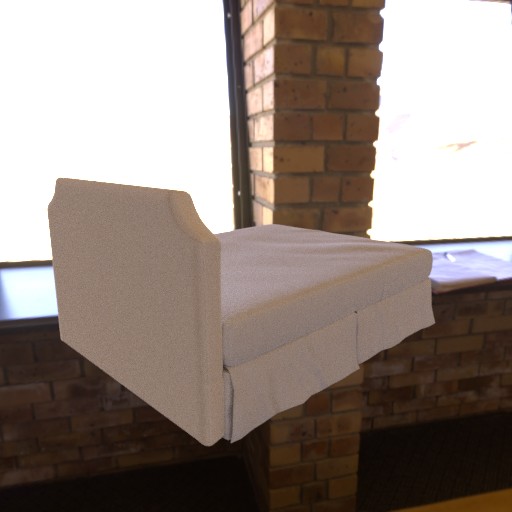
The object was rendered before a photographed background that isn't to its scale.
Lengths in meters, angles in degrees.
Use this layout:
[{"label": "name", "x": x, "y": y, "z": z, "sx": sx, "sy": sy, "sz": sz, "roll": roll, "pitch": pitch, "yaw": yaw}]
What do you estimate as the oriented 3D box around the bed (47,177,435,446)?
[{"label": "bed", "x": 0.000, "y": 0.000, "z": 3.527, "sx": 2.498, "sy": 1.293, "sz": 1.977, "roll": -13, "pitch": 19, "yaw": -43}]
